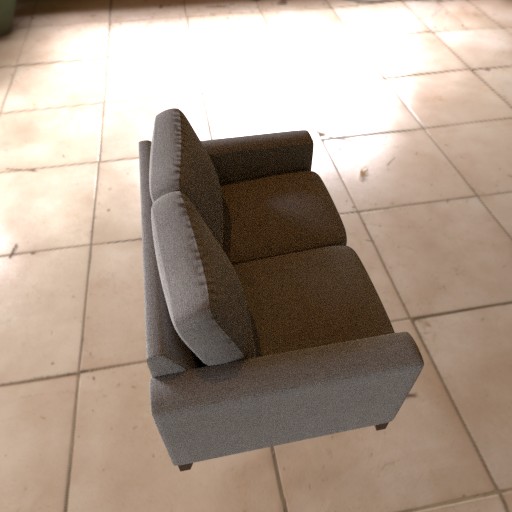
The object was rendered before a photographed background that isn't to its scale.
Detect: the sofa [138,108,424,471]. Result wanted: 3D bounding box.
[{"bbox_3d":[0.000,0.000,1.953,0.917,0.873,1.420,-8,48,-8],"label":"sofa"}]
